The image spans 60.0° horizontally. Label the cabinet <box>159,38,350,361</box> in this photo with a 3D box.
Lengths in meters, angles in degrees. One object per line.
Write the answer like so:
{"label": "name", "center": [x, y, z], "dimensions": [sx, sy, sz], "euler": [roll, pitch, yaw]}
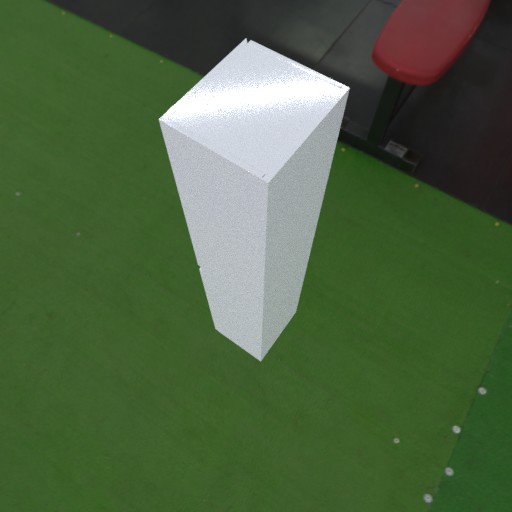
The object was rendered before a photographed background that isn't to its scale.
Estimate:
{"label": "cabinet", "center": [0.000, 0.000, 1.537], "dimensions": [0.270, 1.400, 0.300], "euler": [33, 68, 15]}
